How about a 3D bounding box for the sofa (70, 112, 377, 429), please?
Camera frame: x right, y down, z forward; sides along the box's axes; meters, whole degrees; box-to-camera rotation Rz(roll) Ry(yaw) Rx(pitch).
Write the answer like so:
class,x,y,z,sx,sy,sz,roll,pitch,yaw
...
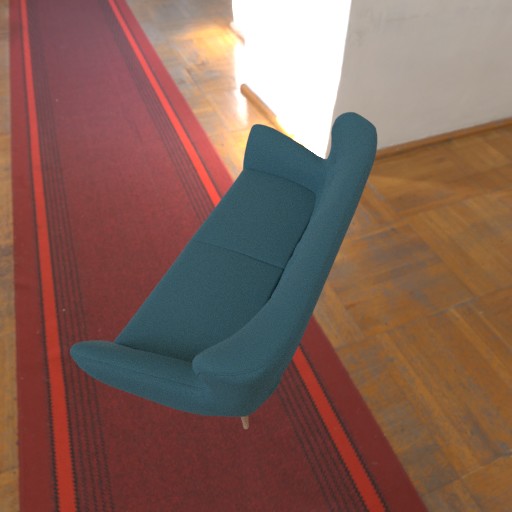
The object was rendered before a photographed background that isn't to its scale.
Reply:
class,x,y,z,sx,sy,sz,roll,pitch,yaw
sofa,0.000,0.000,2.402,0.889,0.890,1.930,18,50,16
